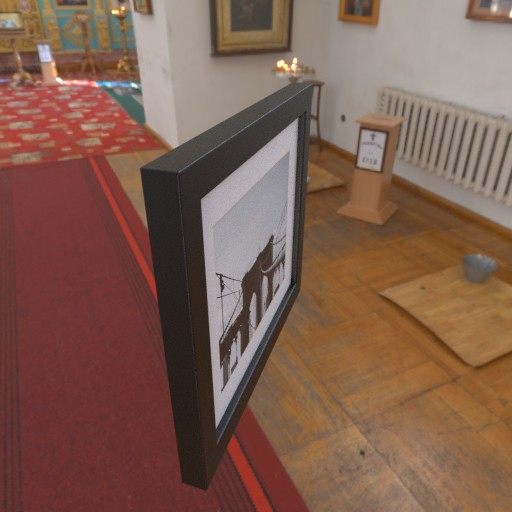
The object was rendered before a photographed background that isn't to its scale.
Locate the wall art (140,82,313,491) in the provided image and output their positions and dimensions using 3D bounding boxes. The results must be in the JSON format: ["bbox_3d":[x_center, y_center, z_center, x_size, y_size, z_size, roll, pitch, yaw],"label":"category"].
[{"bbox_3d":[0.000,0.000,0.520,0.028,0.330,0.380,10,31,17],"label":"wall art"}]
